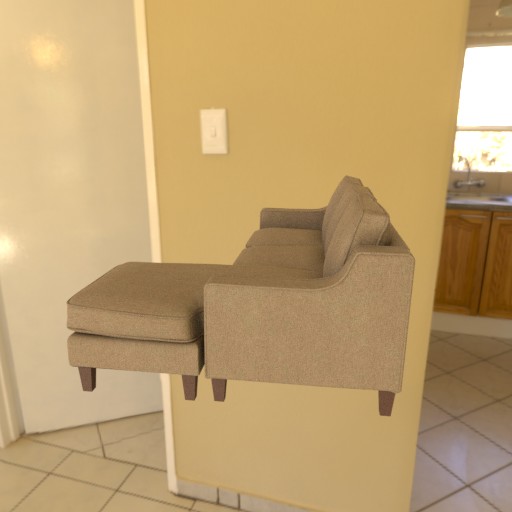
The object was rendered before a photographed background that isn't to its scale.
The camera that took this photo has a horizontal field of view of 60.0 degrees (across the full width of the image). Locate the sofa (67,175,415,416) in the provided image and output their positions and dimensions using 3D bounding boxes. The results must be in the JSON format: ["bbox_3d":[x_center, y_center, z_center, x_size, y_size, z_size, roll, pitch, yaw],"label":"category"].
[{"bbox_3d":[0.000,0.000,3.350,1.858,1.081,2.317,2,16,8],"label":"sofa"}]
